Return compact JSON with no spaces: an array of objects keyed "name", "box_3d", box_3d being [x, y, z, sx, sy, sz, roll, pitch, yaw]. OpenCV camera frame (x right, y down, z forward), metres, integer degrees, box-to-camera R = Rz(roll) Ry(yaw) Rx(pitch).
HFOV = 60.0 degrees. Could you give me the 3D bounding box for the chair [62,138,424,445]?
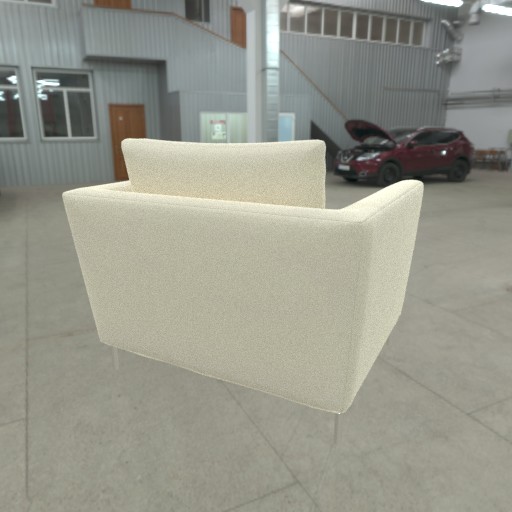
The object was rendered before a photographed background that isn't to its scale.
[{"name":"chair","box_3d":[0.000,0.000,1.665,1.041,0.865,0.889,8,18,27]}]
